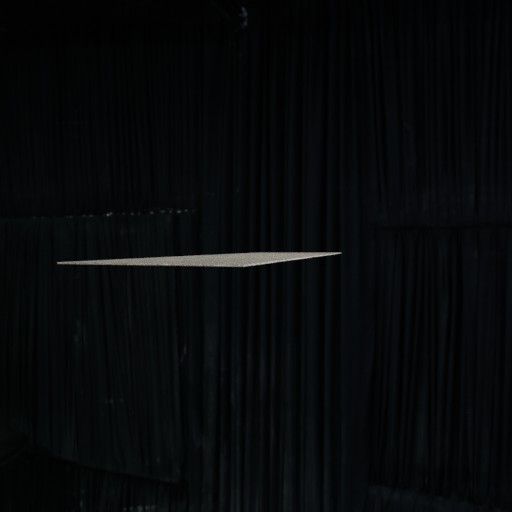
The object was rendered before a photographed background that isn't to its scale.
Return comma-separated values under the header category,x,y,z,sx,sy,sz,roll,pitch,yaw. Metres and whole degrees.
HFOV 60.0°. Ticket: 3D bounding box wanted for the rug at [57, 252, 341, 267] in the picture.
category,x,y,z,sx,sy,sz,roll,pitch,yaw
rug,0.000,0.000,2.634,0.706,0.009,2.443,0,1,18
